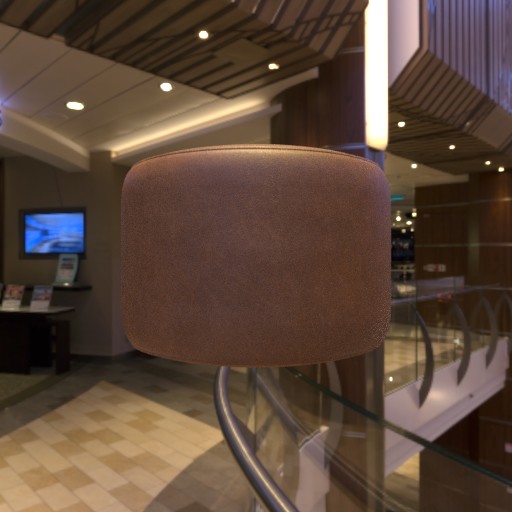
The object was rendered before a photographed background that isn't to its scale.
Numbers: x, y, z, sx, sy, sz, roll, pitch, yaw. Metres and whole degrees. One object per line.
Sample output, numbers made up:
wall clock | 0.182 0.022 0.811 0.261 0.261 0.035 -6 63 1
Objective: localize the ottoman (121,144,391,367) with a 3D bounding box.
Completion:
ottoman | 0.000 0.000 1.043 0.607 0.438 0.607 0 0 0
